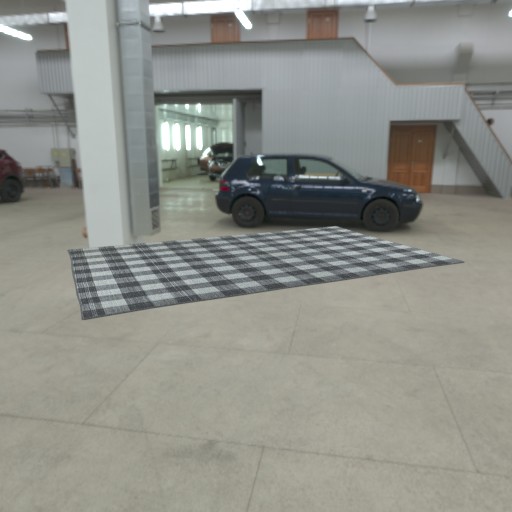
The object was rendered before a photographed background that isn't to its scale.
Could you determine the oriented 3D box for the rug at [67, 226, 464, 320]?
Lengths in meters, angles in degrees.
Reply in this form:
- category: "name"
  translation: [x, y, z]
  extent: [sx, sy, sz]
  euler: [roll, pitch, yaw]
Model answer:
- category: "rug"
  translation: [0.000, 0.000, 3.221]
  extent: [2.476, 0.011, 1.554]
  euler: [-6, 15, -24]
